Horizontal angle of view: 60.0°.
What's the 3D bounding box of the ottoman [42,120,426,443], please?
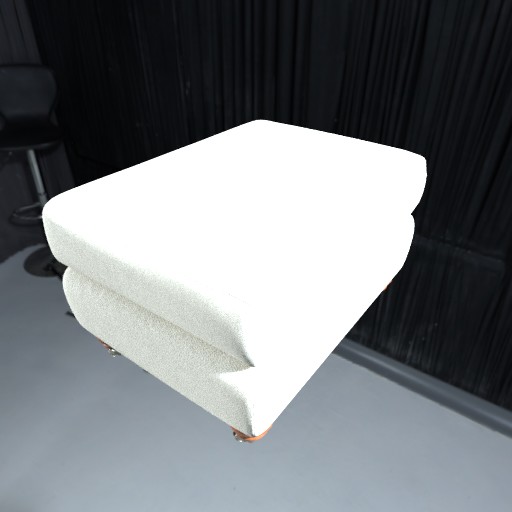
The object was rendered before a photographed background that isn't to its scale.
[{"bbox_3d":[0.000,0.000,1.119,0.569,0.499,0.773,22,39,30],"label":"ottoman"}]
